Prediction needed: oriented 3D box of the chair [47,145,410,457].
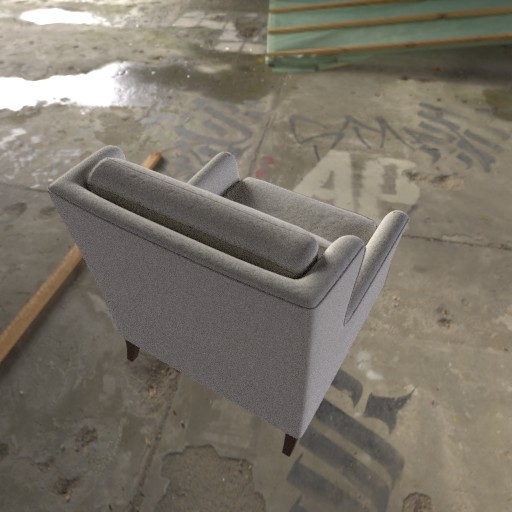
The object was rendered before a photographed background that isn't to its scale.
[{"bbox_3d":[0.000,0.000,1.856,0.982,1.056,1.040,23,50,21],"label":"chair"}]
